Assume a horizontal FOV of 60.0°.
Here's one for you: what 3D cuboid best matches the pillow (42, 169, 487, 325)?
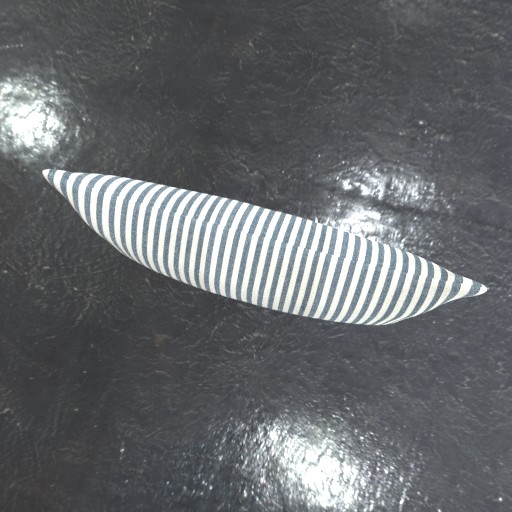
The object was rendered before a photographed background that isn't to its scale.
[{"bbox_3d":[0.000,0.000,0.730,0.617,0.295,0.151,15,76,4],"label":"pillow"}]
